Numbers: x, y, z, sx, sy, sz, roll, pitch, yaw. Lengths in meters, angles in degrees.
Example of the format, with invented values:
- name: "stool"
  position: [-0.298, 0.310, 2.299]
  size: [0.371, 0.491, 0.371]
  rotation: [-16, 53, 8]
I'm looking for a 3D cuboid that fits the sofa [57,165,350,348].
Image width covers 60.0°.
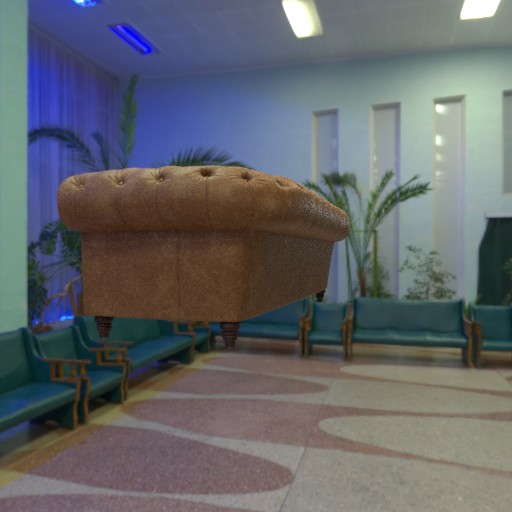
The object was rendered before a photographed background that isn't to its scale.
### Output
- name: "sofa"
  position: [0.000, 0.000, 2.799]
  size: [0.989, 0.760, 2.365]
  rotation: [0, 0, 20]
